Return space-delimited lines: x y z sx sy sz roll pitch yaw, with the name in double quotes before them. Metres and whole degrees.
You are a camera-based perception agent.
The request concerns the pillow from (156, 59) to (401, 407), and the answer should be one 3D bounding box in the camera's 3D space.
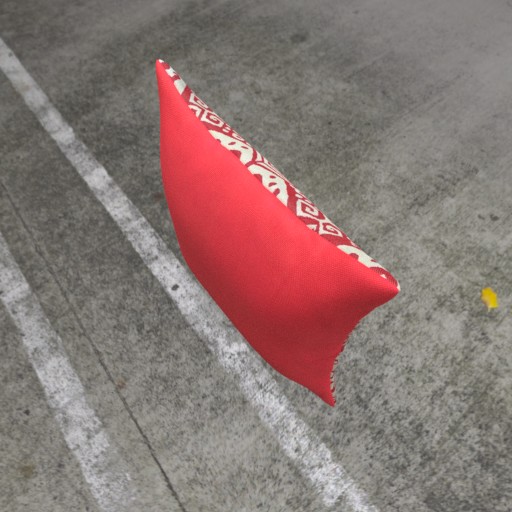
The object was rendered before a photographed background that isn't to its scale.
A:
"pillow" 0.000 0.000 0.803 0.192 0.507 0.522 -33 63 -19
